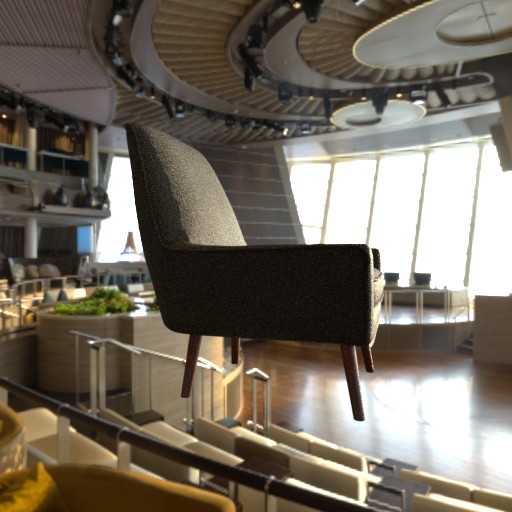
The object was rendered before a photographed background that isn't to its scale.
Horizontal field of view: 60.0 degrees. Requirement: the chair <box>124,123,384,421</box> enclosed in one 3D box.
[{"bbox_3d":[0.000,0.000,1.554,0.859,0.883,0.763,0,0,18],"label":"chair"}]
